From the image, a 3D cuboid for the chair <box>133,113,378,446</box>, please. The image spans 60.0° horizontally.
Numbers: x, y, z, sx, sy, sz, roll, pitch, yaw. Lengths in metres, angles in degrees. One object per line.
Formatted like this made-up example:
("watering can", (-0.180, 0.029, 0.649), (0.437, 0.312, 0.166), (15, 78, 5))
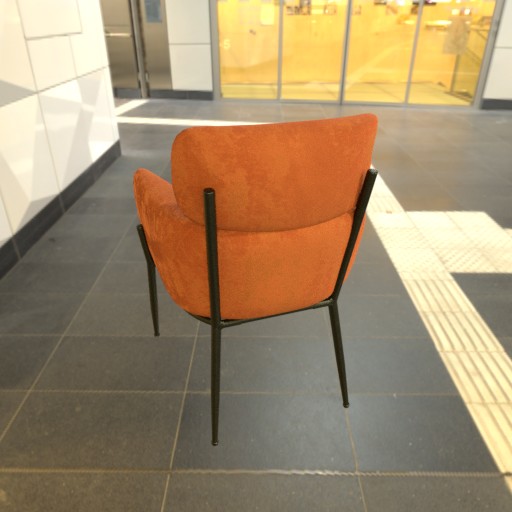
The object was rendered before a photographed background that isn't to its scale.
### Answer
("chair", (0.000, 0.000, 1.146), (0.561, 0.772, 0.523), (-9, 30, -17))
